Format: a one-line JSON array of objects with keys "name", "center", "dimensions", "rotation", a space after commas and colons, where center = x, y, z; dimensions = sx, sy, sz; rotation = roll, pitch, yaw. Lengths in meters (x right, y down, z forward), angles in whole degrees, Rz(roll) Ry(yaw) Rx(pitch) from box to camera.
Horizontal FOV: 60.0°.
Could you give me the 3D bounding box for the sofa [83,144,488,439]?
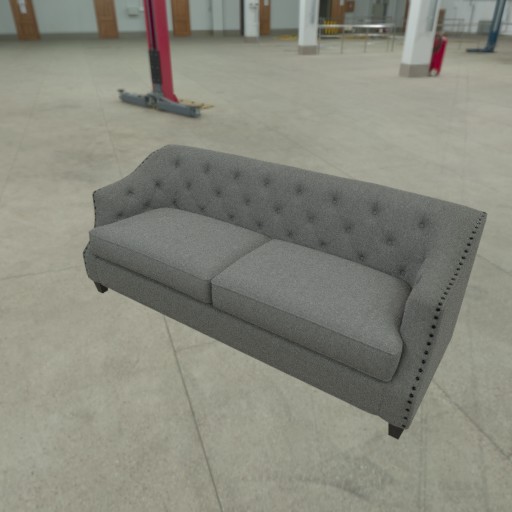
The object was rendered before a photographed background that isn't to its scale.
[{"name": "sofa", "center": [0.000, 0.000, 2.663], "dimensions": [2.235, 0.901, 0.914], "rotation": [19, 35, 30]}]
